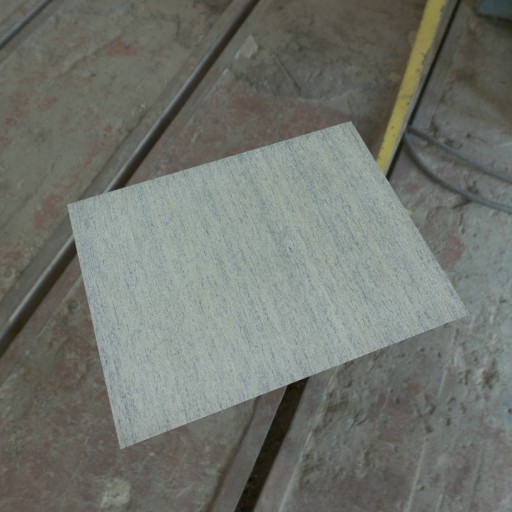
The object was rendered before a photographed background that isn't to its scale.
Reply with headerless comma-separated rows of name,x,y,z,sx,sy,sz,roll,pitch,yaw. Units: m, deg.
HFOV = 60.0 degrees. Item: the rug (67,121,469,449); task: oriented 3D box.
rug,0.000,0.000,4.253,3.197,0.006,2.438,-18,65,-9
